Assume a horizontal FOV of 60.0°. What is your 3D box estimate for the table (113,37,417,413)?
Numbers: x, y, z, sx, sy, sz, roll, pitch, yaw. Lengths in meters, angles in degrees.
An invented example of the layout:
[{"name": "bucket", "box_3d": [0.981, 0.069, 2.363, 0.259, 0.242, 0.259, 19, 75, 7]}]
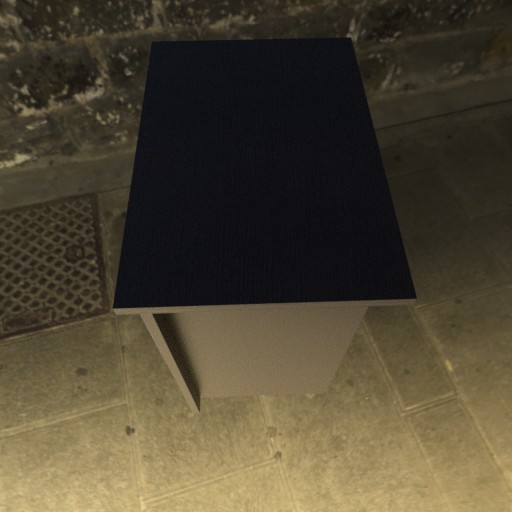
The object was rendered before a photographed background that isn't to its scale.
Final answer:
[{"name": "table", "box_3d": [0.000, 0.000, 1.043, 0.408, 0.711, 0.589, -2, 58, -1]}]
